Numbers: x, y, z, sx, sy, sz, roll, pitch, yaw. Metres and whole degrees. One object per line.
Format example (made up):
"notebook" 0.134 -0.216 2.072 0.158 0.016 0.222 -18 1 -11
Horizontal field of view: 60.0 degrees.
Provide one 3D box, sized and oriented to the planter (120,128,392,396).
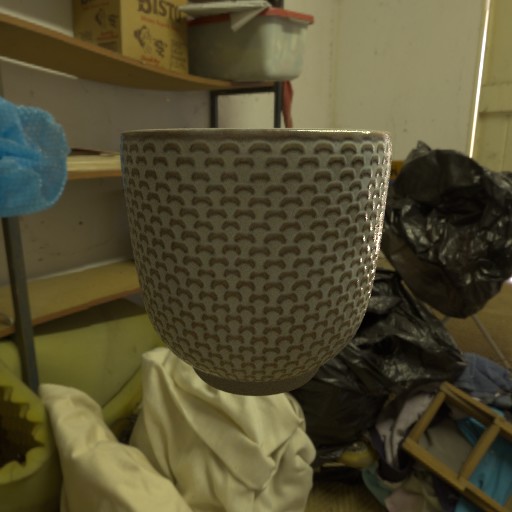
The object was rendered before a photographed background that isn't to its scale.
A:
"planter" 0.000 0.000 0.354 0.197 0.191 0.197 0 14 0
